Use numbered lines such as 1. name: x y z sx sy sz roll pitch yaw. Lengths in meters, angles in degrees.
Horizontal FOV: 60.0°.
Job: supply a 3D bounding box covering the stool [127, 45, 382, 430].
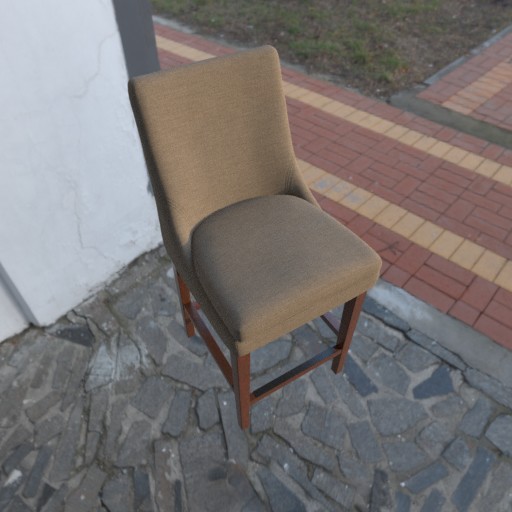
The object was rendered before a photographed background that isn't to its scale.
1. stool: 0.000 0.000 1.325 0.470 0.981 0.577 -24 51 -21
